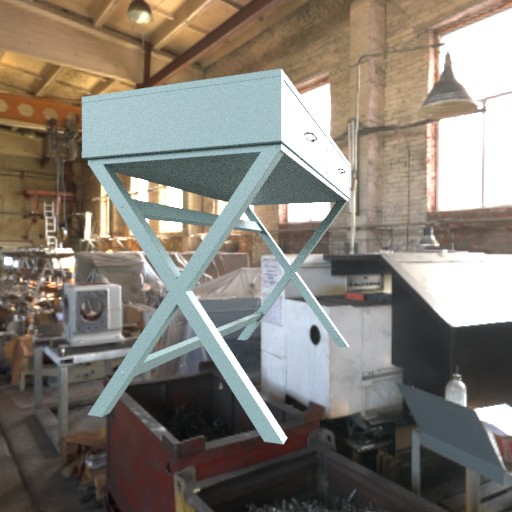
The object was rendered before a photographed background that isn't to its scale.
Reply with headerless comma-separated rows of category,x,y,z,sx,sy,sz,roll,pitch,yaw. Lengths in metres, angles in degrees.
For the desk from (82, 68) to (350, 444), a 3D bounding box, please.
desk,0.000,0.000,1.490,0.525,0.780,1.057,0,1,19
